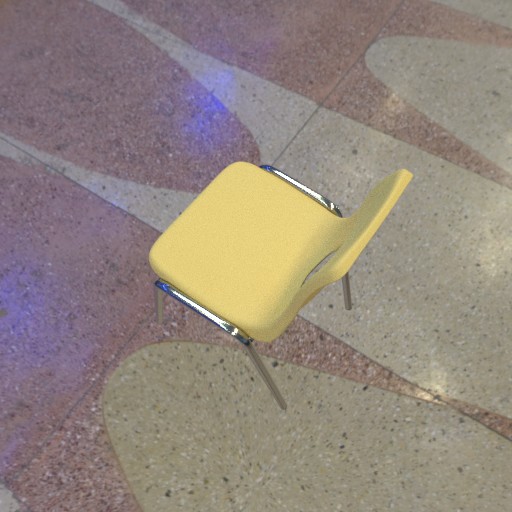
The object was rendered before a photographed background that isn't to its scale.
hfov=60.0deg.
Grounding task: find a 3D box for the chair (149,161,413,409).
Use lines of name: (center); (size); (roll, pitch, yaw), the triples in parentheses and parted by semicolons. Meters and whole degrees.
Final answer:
chair: (0.000, 0.000, 0.964); (0.436, 0.704, 0.381); (33, 67, 16)
